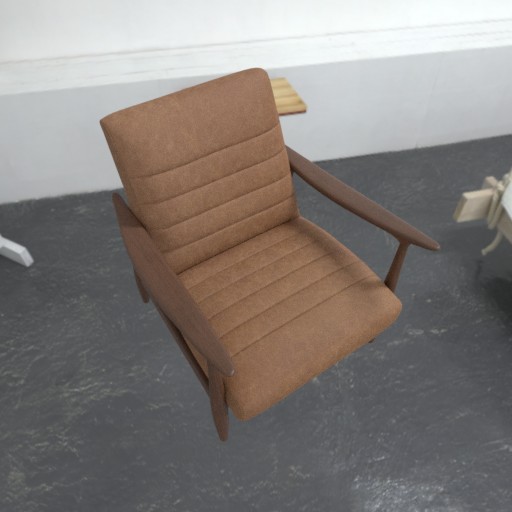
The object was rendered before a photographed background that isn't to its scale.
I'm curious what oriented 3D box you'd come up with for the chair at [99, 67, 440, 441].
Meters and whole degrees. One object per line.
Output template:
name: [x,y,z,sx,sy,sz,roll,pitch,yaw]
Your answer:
chair: [0.000,0.000,1.435,0.741,0.832,0.798,-27,53,-22]
